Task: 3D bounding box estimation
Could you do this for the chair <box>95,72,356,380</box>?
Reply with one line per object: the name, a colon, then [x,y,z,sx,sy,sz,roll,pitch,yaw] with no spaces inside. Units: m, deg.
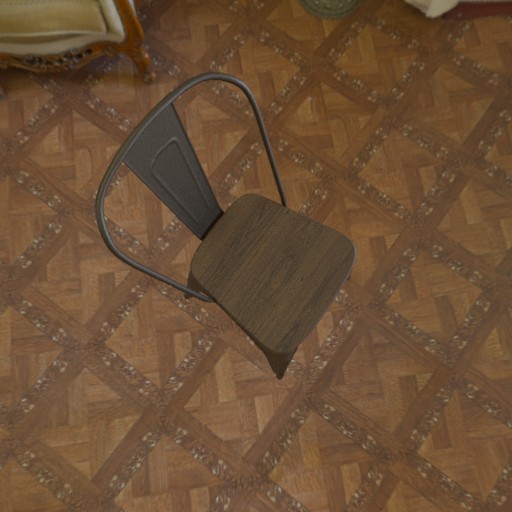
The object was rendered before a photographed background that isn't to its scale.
chair: [0.000,0.000,1.196,0.532,0.844,0.451,35,78,8]
